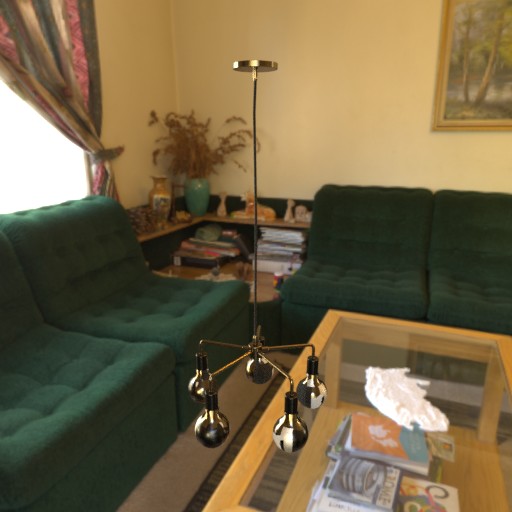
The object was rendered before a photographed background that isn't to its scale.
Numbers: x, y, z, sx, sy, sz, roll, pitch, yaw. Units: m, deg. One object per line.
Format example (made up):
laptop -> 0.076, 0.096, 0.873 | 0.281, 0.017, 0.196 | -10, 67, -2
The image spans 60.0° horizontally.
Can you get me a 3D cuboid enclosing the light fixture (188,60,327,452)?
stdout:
light fixture -> 0.000, 0.000, 1.235 | 0.438, 0.988, 0.421 | 1, 15, 4
